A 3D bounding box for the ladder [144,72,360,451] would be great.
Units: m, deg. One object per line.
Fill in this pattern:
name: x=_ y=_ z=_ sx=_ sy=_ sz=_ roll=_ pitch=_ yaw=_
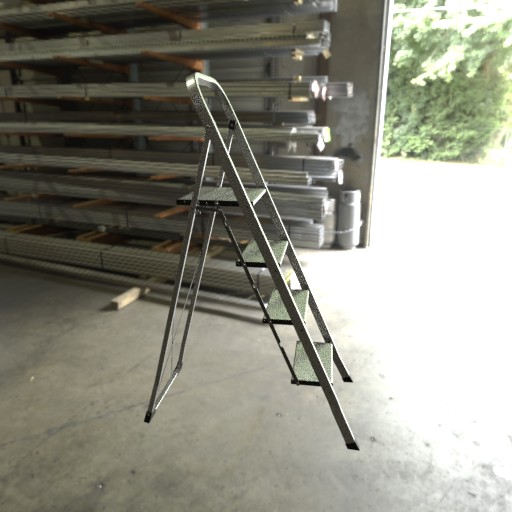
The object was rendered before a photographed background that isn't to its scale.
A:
ladder: x=0.000 y=0.000 z=1.690 sx=0.830 sy=1.290 sz=0.465 roll=3 pitch=17 yaw=9
